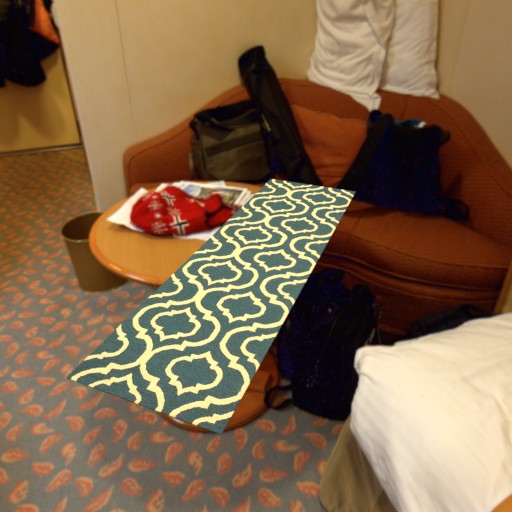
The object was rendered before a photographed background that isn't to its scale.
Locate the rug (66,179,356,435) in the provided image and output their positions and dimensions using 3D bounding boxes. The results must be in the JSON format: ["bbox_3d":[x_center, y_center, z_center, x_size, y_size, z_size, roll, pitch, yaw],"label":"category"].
[{"bbox_3d":[0.000,0.000,2.557,0.685,0.006,2.296,12,33,19],"label":"rug"}]
